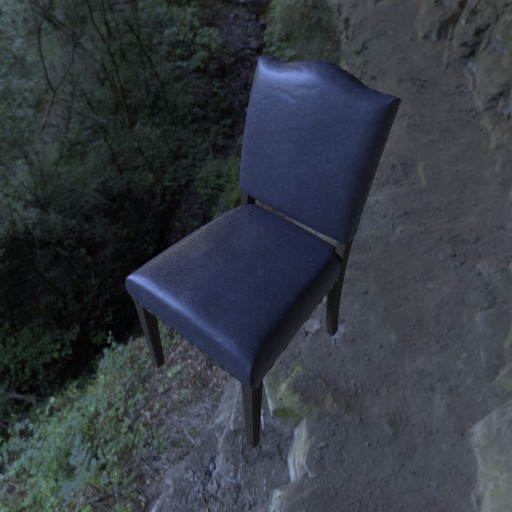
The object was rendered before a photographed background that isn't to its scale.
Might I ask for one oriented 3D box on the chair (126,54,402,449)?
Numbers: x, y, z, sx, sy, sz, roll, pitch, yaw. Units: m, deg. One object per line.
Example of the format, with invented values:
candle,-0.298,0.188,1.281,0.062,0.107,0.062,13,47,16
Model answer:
chair,0.000,0.000,1.348,0.500,0.991,0.633,31,53,26
